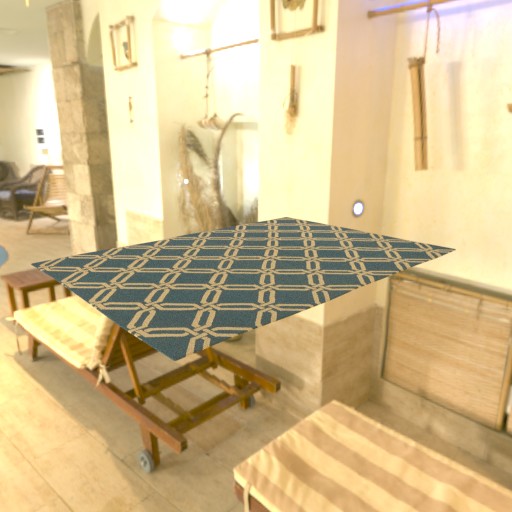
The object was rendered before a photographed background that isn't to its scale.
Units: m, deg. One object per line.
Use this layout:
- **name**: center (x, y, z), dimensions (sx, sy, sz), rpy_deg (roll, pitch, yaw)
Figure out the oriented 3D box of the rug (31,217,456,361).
- **rug**: center (0.000, 0.000, 2.694), dimensions (2.135, 0.013, 1.524), rpy_deg (-14, 21, -41)
